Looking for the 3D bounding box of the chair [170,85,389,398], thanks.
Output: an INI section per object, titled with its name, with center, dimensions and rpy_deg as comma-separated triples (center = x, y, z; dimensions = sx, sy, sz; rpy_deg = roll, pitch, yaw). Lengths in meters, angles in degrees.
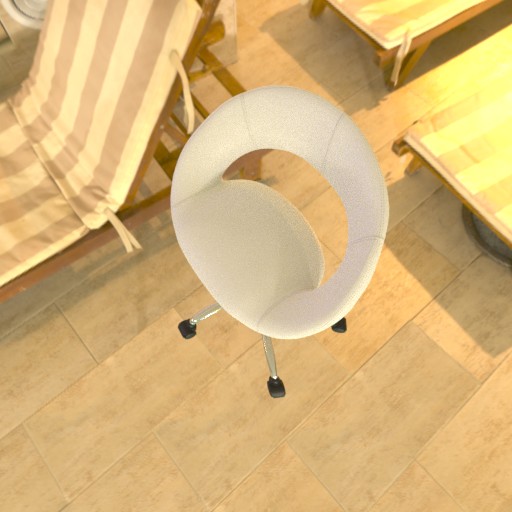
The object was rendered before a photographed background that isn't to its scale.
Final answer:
[chair]
center = 0.000, 0.000, 1.199
dimensions = 0.538, 0.791, 0.612
rpy_deg = -32, 68, -15
